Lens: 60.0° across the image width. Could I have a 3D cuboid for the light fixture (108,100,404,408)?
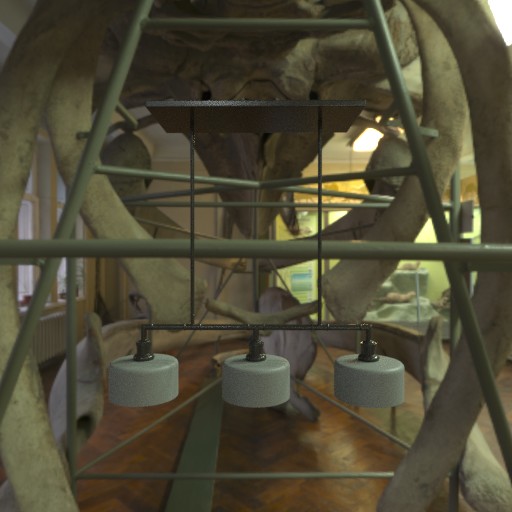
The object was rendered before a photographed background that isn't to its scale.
[{"bbox_3d":[0.000,0.000,0.880,0.582,0.557,0.177,0,1,1],"label":"light fixture"}]
